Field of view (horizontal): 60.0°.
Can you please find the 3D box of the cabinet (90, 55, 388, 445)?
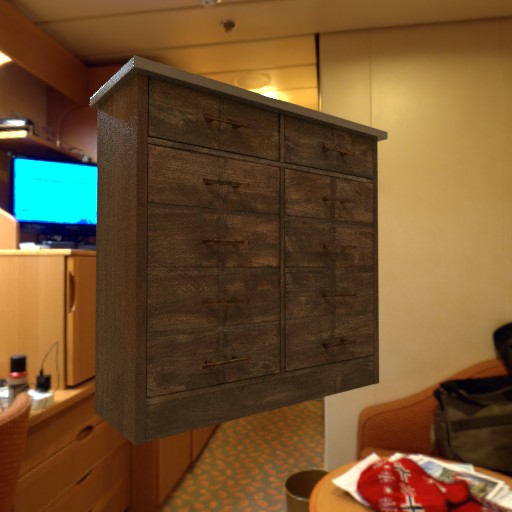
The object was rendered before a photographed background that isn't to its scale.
[{"bbox_3d":[0.000,0.000,1.450,0.968,0.919,0.338,1,-2,-37],"label":"cabinet"}]
